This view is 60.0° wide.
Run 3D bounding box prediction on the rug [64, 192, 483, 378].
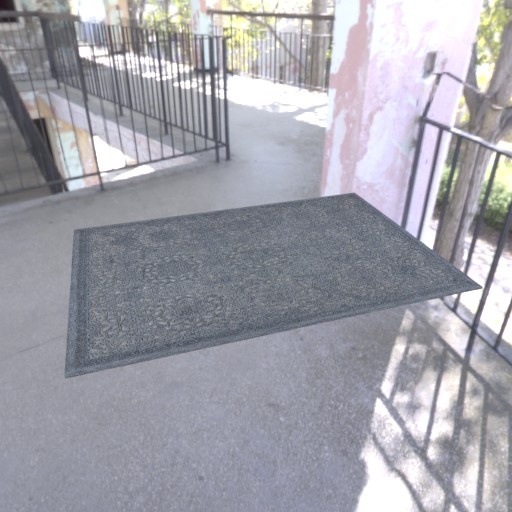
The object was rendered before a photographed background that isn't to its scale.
[{"bbox_3d":[0.000,0.000,2.310,1.819,0.012,1.208,-9,32,-16],"label":"rug"}]
